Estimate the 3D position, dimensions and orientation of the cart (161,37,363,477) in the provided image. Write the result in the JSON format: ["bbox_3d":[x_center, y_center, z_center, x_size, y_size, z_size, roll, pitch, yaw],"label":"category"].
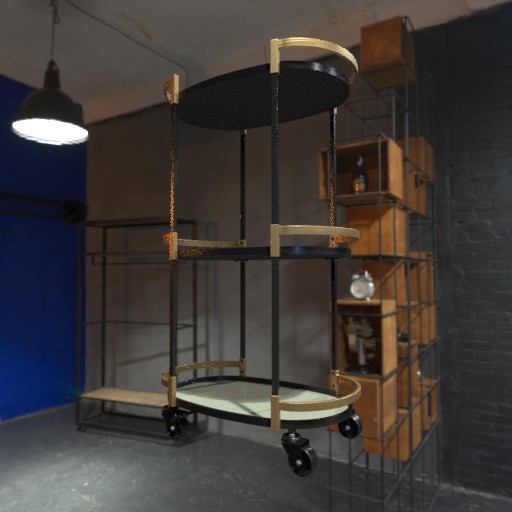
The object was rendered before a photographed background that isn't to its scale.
[{"bbox_3d":[0.000,0.000,1.108,0.515,0.885,0.311,-2,-3,34],"label":"cart"}]
